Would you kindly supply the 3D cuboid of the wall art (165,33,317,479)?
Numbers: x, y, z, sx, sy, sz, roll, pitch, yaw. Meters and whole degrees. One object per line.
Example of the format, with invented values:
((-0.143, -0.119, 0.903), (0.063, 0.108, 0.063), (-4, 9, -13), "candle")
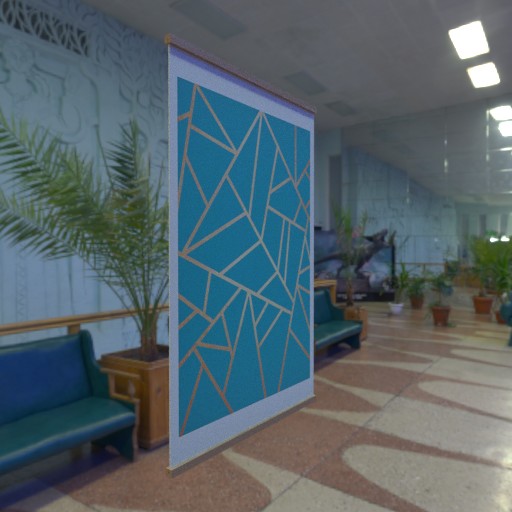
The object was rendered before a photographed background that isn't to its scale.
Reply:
((0.000, 0.000, 1.913), (0.030, 1.519, 0.990), (1, 1, 37), "wall art")
